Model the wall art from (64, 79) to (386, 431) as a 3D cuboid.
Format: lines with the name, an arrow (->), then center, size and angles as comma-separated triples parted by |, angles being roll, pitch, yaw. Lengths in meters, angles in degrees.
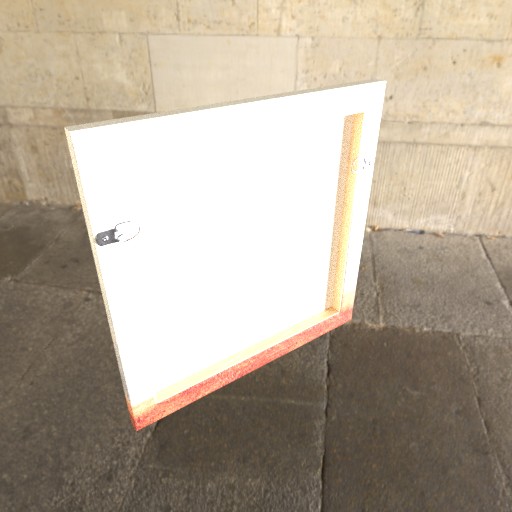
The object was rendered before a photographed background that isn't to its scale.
wall art -> 0.000, 0.000, 1.116 | 0.760, 0.760, 0.042 | -20, 37, -29
